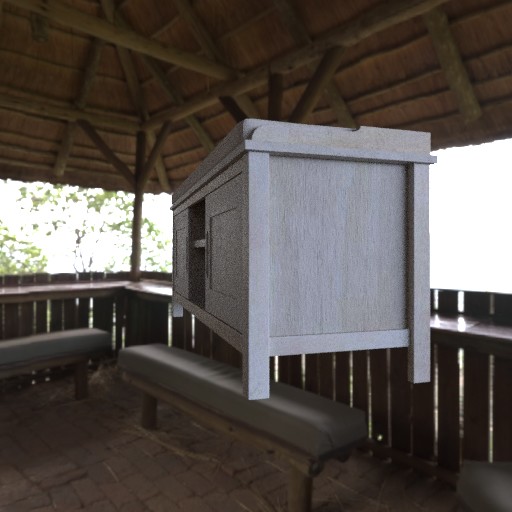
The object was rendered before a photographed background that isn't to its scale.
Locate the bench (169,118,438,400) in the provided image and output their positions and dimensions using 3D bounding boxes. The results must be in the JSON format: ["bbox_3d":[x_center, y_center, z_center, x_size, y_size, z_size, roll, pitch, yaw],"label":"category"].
[{"bbox_3d":[0.000,0.000,1.365,0.398,0.501,1.140,0,0,-17],"label":"bench"}]
